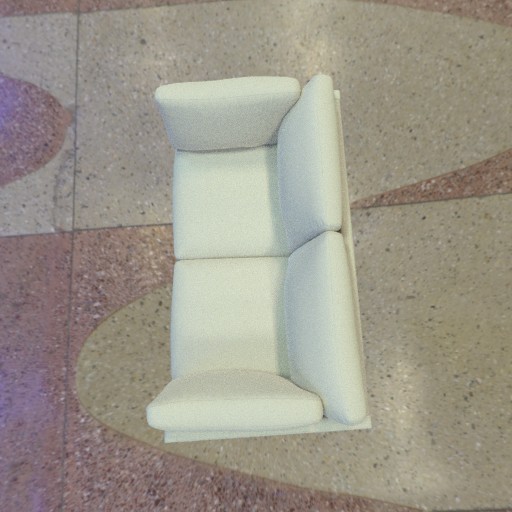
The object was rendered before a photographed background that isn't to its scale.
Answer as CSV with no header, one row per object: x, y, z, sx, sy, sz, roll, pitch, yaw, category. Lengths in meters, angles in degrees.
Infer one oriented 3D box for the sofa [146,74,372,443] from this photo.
0.000,0.000,2.370,0.970,0.836,1.776,-2,75,-1,sofa
